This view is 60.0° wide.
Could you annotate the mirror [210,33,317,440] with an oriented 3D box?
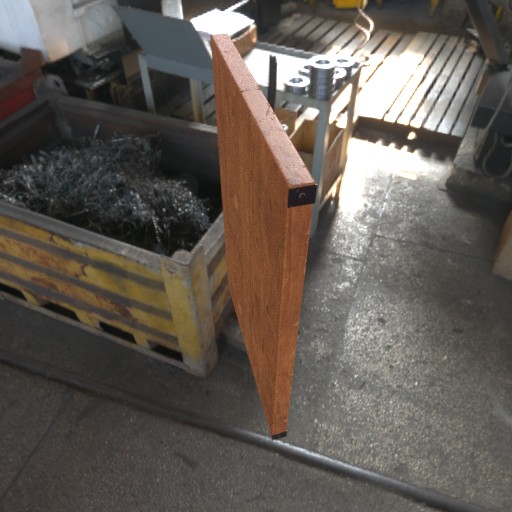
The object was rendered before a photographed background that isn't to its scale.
[{"bbox_3d":[0.000,0.000,0.981,0.053,0.761,0.517,-11,47,-10],"label":"mirror"}]
